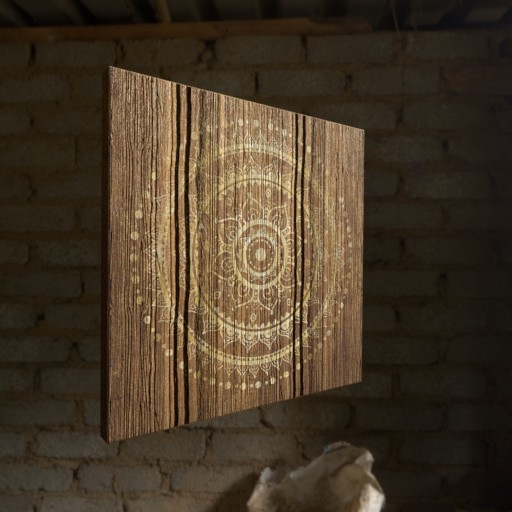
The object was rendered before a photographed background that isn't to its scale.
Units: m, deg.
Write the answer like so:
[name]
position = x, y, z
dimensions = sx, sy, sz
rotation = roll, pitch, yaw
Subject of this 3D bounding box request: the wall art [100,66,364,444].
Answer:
[wall art]
position = 0.000, 0.000, 0.898
dimensions = 0.611, 0.608, 0.042
rotation = 0, 1, -36
